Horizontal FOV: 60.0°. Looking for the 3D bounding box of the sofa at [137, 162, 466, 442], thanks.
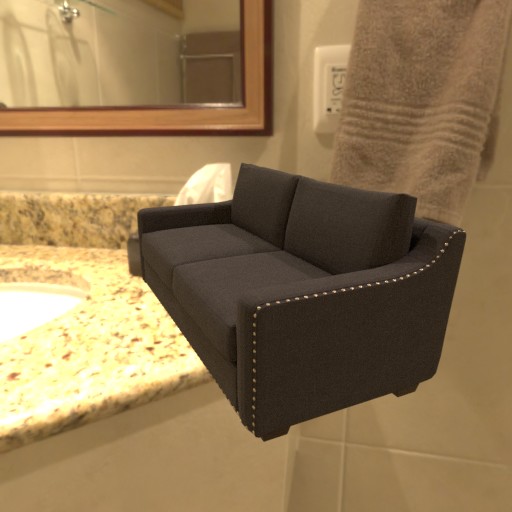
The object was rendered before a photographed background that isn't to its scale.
[{"bbox_3d":[0.000,0.000,3.342,1.336,1.196,2.550,-8,18,-24],"label":"sofa"}]
